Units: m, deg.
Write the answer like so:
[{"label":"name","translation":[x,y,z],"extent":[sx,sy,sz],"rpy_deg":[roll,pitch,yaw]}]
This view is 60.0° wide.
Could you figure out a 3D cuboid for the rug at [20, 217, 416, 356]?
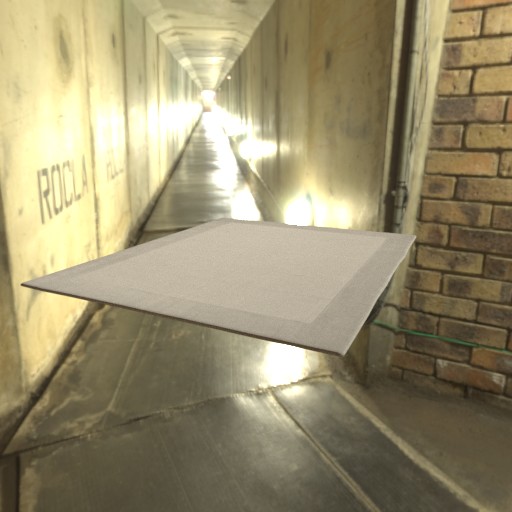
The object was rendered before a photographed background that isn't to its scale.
[{"label":"rug","translation":[0.000,0.000,4.012],"extent":[2.430,0.018,2.976],"rpy_deg":[7,17,25]}]
